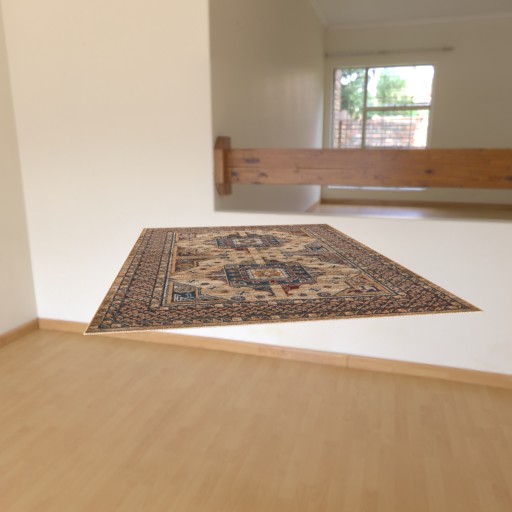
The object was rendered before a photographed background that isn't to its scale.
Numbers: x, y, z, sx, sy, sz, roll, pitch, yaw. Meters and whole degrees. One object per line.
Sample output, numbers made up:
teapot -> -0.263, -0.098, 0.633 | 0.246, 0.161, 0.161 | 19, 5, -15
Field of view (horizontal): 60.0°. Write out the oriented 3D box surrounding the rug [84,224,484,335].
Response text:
rug -> 0.000, 0.000, 2.816 | 1.611, 0.008, 2.227 | -2, 14, -8
